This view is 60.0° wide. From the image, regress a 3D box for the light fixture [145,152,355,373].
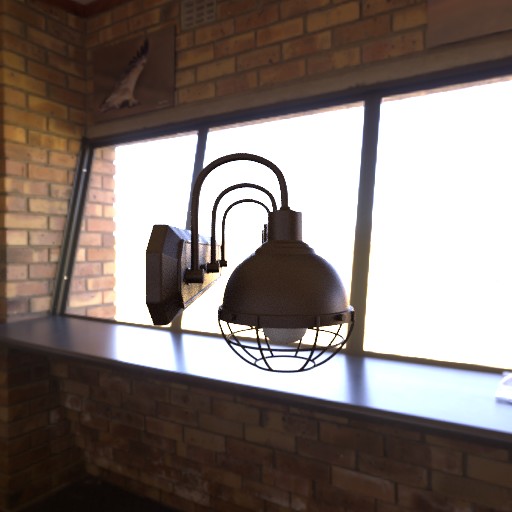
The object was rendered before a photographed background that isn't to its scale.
[{"bbox_3d":[0.000,0.000,0.767,0.229,0.254,0.634,0,1,0],"label":"light fixture"}]
